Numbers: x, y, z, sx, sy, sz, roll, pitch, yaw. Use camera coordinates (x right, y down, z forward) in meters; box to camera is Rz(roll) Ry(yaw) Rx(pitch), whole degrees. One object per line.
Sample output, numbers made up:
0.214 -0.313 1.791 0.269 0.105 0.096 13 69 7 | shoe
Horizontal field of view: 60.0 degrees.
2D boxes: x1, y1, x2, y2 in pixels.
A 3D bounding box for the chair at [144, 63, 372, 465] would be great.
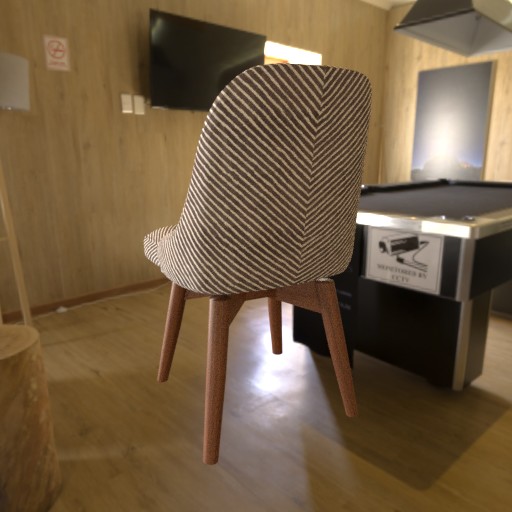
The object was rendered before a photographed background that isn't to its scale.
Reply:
0.000 0.000 1.207 0.504 0.883 0.591 -7 16 -26 | chair
